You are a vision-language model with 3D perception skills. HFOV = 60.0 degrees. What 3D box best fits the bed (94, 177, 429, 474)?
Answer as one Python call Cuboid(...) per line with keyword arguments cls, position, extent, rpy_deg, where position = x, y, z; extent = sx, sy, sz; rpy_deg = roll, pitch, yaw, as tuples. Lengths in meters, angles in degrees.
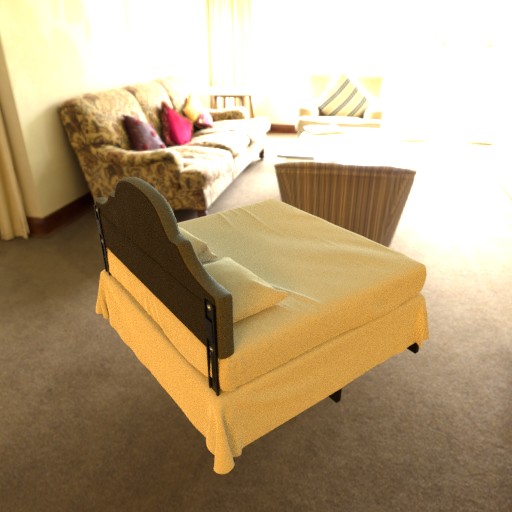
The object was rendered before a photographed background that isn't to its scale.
Cuboid(cls="bed", position=(0.000, 0.000, 3.705), extent=(2.222, 1.631, 2.303), rpy_deg=(-19, 32, -32))
